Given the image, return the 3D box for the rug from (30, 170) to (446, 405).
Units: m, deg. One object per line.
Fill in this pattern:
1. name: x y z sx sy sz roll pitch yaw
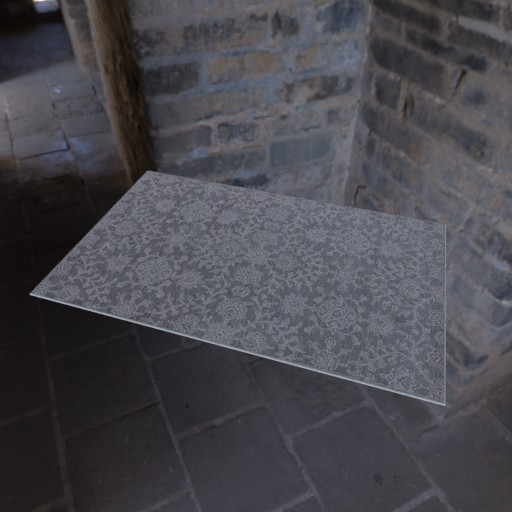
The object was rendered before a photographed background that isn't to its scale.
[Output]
1. rug: 0.000 0.000 2.978 2.430 0.010 1.515 12 43 13
